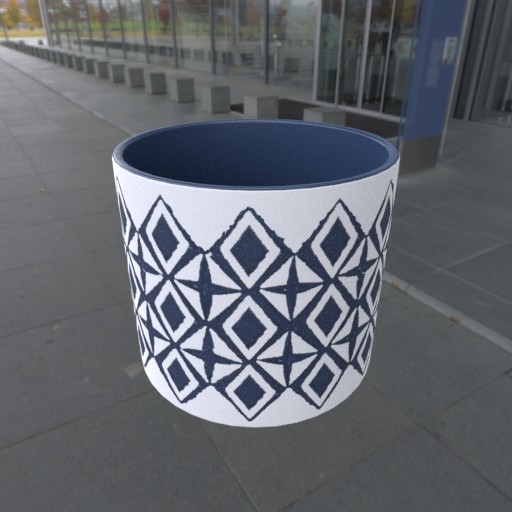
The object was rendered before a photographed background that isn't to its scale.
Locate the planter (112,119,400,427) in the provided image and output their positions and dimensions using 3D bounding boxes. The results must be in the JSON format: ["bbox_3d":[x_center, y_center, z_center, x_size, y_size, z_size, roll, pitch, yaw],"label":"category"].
[{"bbox_3d":[0.000,0.000,0.402,0.224,0.203,0.224,0,27,0],"label":"planter"}]
